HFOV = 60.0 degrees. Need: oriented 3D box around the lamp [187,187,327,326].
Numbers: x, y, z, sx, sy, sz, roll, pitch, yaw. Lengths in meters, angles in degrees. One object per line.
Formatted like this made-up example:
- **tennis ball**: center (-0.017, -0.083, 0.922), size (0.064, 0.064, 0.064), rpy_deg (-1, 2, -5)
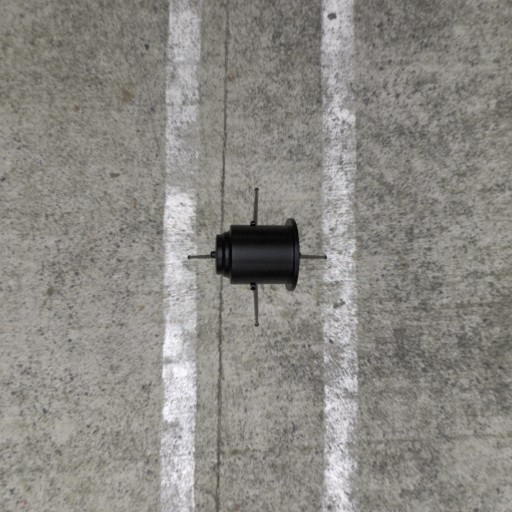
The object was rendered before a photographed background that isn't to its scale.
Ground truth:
- **lamp**: center (0.000, 0.000, 2.067), size (0.884, 1.504, 0.879), rpy_deg (0, 89, 1)
